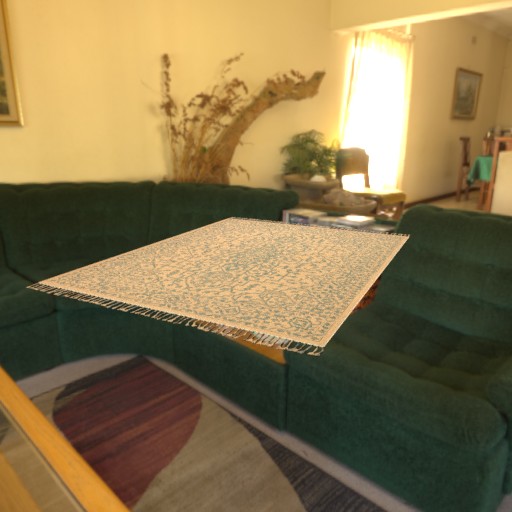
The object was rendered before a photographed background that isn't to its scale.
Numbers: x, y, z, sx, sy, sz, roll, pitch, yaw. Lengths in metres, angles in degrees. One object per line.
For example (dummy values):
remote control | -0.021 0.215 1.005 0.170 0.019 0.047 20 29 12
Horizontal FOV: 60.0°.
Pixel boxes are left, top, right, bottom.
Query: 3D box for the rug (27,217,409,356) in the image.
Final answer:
rug | 0.000 0.000 4.388 2.464 0.010 3.327 8 18 26
